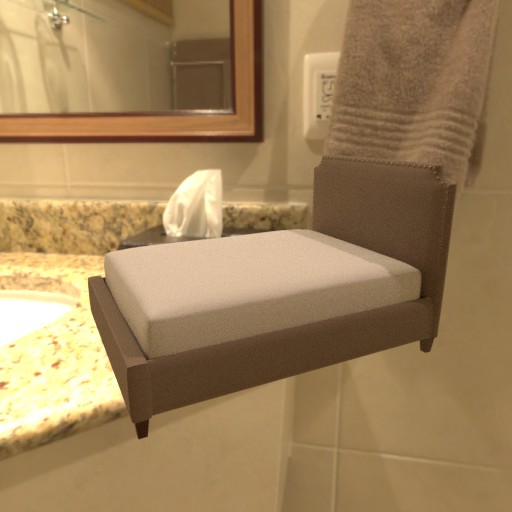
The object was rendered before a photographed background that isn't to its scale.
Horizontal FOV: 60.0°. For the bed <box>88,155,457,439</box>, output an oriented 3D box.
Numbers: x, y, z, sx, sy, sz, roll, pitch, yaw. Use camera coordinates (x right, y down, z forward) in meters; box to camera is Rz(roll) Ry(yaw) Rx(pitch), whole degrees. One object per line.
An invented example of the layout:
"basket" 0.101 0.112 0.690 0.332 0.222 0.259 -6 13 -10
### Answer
"bed" 0.000 0.000 3.491 2.372 1.443 1.713 -8 18 -26
